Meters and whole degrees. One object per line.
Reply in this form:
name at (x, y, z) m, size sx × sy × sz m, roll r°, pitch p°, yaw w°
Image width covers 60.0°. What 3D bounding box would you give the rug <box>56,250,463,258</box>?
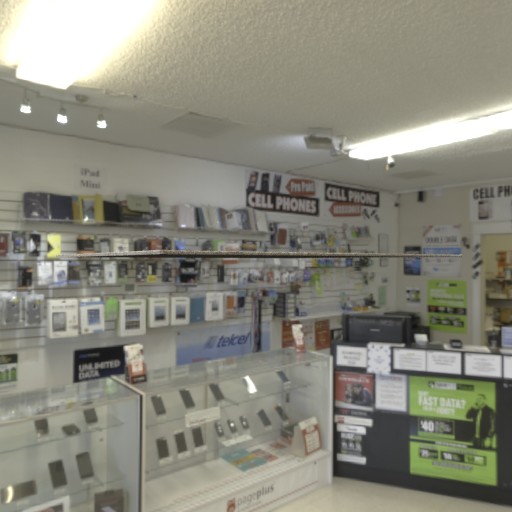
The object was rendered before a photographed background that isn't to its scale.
rug at (0.000, 0.000, 4.229) m, size 3.049 × 0.025 × 2.449 m, roll 0°, pitch -1°, yaw -36°
